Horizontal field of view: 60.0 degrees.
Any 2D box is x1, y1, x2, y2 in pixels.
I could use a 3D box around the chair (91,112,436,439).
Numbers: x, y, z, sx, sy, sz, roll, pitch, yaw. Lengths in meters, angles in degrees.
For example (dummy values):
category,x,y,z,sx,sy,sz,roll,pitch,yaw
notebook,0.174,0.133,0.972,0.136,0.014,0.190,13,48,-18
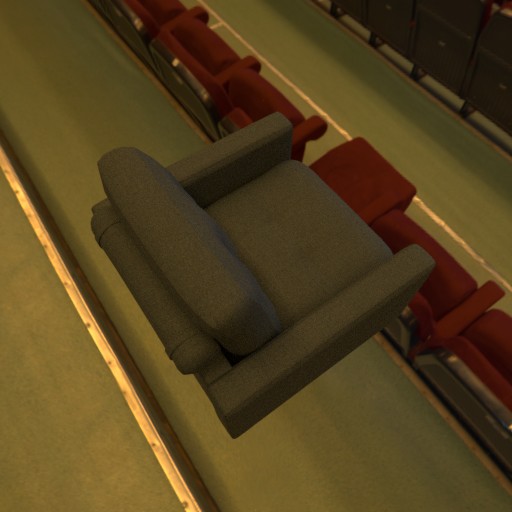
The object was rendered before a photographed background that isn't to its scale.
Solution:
category,x,y,z,sx,sy,sz,roll,pitch,yaw
chair,0.000,0.000,1.511,0.843,0.880,0.821,-32,65,-17
